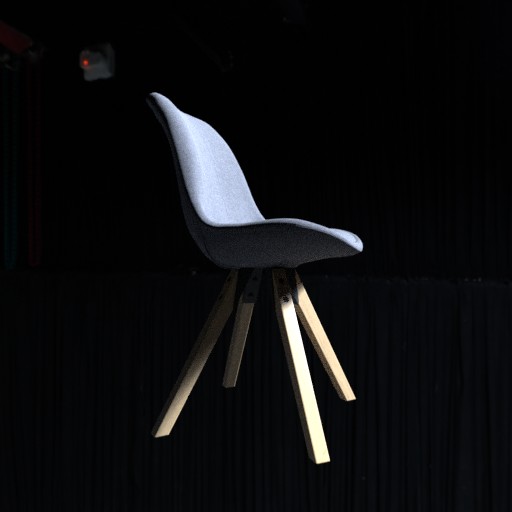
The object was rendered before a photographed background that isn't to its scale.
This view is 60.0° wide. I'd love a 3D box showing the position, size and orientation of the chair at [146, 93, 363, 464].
[{"bbox_3d":[0.000,0.000,1.188,0.550,0.850,0.485,0,0,20],"label":"chair"}]
